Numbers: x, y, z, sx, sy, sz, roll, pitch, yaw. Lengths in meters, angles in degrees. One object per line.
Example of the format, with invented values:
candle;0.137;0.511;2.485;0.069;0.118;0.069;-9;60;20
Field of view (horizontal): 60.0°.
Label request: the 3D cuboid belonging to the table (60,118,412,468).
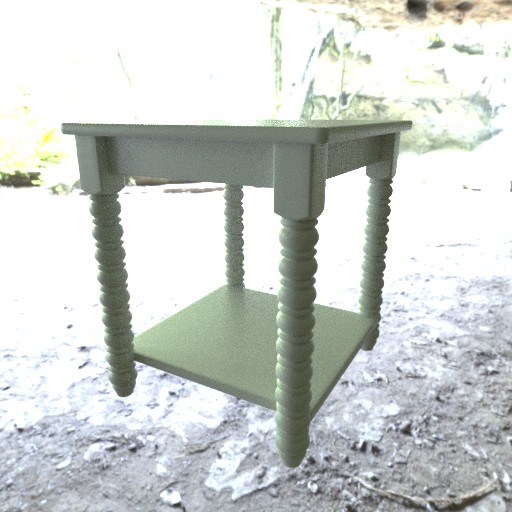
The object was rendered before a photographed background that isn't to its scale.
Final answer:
table;0.000;0.000;0.968;0.500;0.563;0.533;10;21;28
